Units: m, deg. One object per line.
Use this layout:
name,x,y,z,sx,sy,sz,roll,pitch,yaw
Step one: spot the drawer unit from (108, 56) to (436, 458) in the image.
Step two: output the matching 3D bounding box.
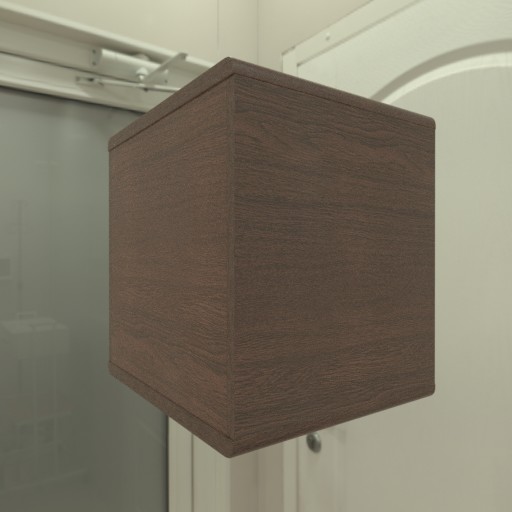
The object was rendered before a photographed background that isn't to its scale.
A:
drawer unit,0.000,0.000,0.593,0.290,0.344,0.344,0,0,-35
